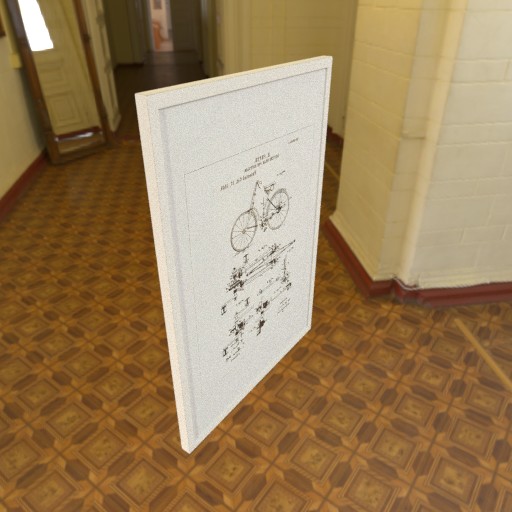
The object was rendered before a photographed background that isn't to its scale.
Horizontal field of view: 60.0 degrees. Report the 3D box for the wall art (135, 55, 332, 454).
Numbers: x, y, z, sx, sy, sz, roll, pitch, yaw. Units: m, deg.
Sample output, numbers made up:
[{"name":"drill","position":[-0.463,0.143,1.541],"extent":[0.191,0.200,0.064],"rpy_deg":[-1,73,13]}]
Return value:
[{"name":"wall art","position":[0.000,0.000,0.613],"extent":[0.015,0.477,0.332],"rpy_deg":[21,36,31]}]
